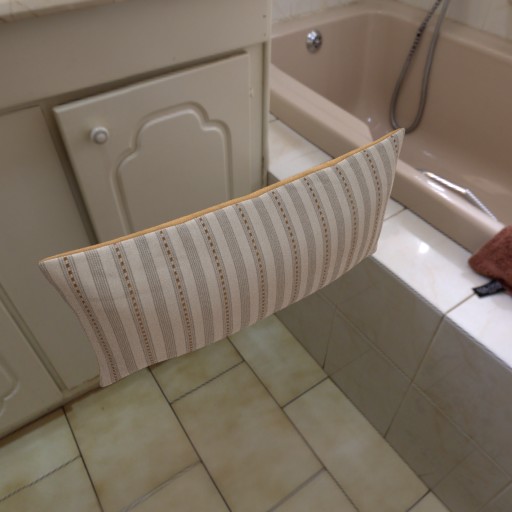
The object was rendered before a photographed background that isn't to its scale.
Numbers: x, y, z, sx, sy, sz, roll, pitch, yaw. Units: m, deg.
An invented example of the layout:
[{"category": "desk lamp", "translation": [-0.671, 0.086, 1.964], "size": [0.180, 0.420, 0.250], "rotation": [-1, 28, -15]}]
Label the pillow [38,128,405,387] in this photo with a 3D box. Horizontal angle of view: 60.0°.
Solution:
[{"category": "pillow", "translation": [0.000, 0.000, 0.741], "size": [0.608, 0.291, 0.151], "rotation": [-24, 50, -22]}]
